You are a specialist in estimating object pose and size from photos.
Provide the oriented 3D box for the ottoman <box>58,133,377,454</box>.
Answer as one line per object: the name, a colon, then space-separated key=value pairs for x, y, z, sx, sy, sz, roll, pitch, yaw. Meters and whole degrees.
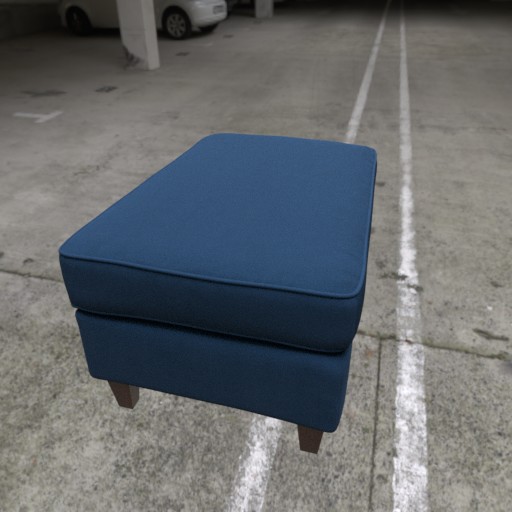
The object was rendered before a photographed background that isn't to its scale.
ottoman: x=0.000 y=0.000 z=1.215 sx=0.583 sy=0.484 sz=0.862 roll=8 pitch=31 yaw=13
